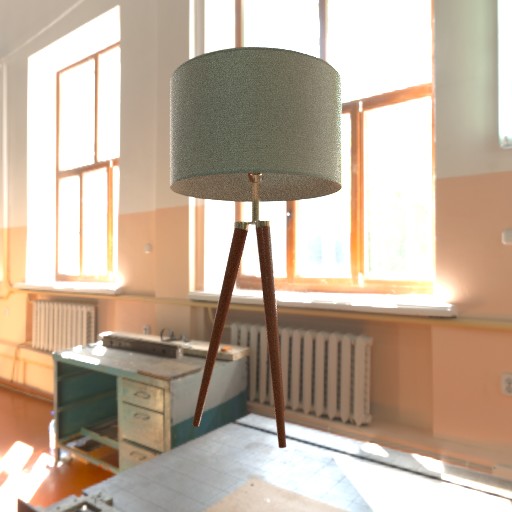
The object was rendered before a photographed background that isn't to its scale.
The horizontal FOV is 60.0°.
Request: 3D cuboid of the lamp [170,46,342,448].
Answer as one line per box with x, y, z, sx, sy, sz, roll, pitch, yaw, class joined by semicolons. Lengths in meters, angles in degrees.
0.000;0.000;0.927;0.355;0.709;0.354;0;-1;-18;lamp
